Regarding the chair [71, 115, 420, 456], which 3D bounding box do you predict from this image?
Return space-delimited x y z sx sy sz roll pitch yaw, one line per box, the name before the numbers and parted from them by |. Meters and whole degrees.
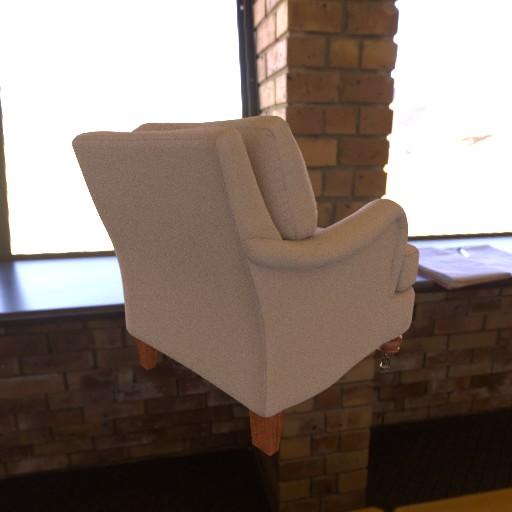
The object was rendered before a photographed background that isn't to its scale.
chair | 0.000 0.000 1.789 1.070 1.038 0.955 -13 20 -42
